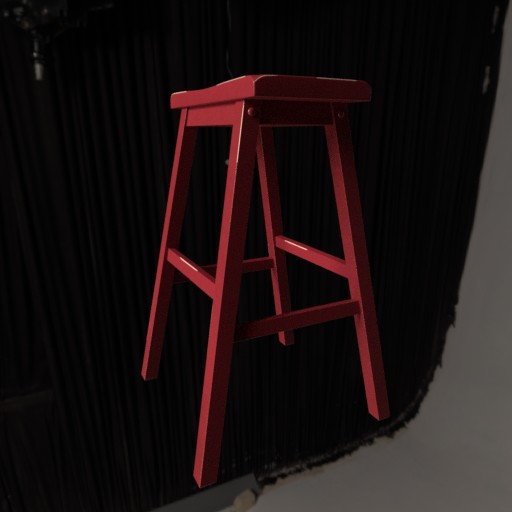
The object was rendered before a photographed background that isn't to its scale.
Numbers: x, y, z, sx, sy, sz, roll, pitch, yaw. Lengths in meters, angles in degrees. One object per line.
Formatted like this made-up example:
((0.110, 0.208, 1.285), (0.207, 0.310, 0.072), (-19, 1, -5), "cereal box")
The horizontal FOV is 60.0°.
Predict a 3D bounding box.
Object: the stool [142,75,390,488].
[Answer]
((0.000, 0.000, 1.036), (0.476, 0.737, 0.457), (-8, 18, -26), "stool")
